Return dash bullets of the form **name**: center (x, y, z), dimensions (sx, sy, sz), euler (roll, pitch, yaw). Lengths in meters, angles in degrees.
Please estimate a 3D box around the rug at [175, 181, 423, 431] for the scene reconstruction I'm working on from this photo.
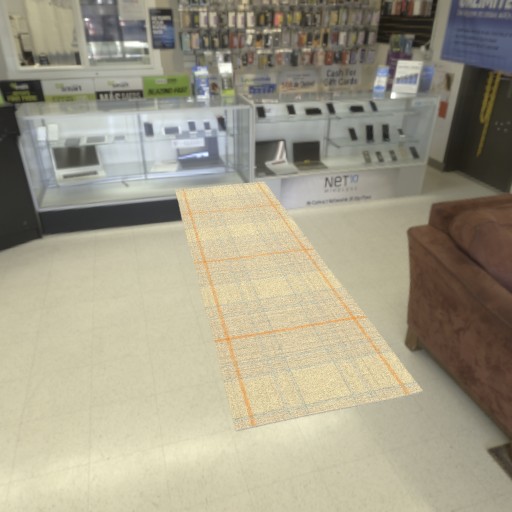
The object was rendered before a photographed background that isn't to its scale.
- **rug**: center (0.000, 0.000, 2.718), dimensions (0.770, 0.016, 2.442), euler (-7, 31, -12)
